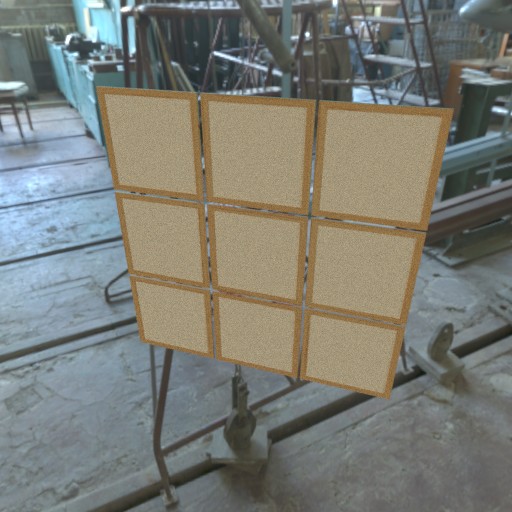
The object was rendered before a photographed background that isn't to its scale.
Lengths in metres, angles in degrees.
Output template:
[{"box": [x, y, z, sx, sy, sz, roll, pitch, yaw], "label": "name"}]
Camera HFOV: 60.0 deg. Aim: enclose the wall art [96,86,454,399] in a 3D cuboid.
[{"box": [0.000, 0.000, 2.207, 1.517, 1.523, 0.013, 9, 32, 15], "label": "wall art"}]
